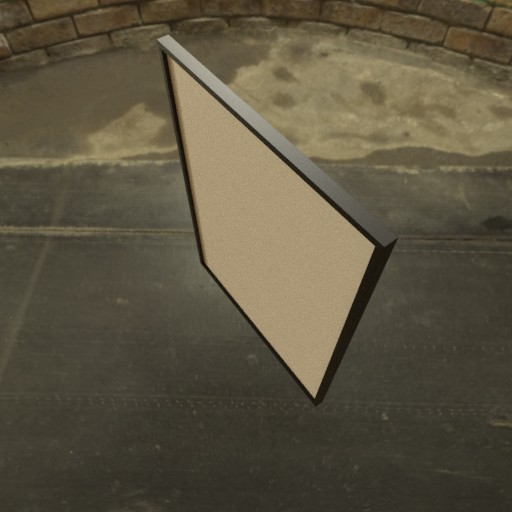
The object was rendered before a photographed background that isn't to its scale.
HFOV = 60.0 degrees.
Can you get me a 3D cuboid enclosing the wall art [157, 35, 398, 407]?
[{"bbox_3d":[0.000,0.000,1.408,0.036,1.070,0.802,-32,62,-19],"label":"wall art"}]
